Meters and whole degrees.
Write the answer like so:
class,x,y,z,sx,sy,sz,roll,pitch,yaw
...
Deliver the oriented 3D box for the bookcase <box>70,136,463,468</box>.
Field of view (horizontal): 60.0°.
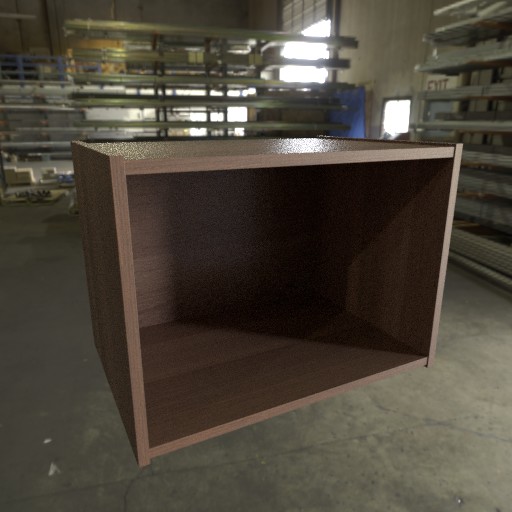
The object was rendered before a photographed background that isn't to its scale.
class,x,y,z,sx,sy,sz,roll,pitch,yaw
bookcase,0.000,0.000,0.612,0.415,0.305,0.290,-9,19,-26
